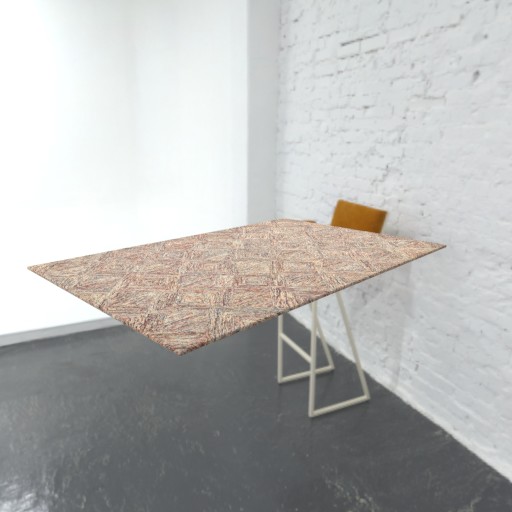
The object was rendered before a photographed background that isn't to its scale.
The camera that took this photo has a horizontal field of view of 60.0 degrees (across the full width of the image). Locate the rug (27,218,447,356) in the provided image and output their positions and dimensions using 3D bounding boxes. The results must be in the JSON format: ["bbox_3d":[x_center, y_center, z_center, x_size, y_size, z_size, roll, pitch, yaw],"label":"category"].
[{"bbox_3d":[0.000,0.000,2.865,1.523,0.019,2.285,14,21,43],"label":"rug"}]
